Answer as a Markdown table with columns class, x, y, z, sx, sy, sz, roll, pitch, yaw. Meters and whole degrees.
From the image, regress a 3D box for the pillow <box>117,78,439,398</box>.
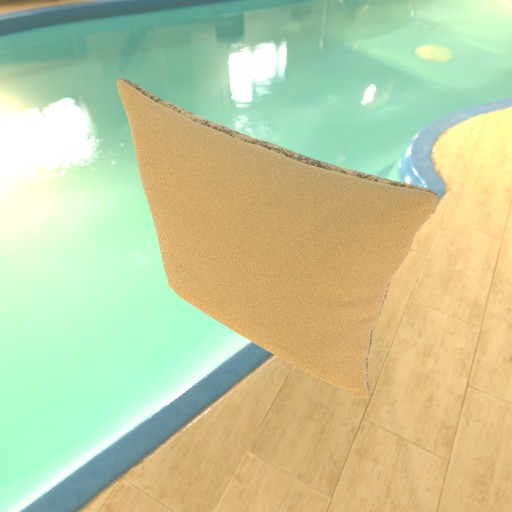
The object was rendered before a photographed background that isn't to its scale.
| class | x | y | z | sx | sy | sz | roll | pitch | yaw |
| --- | --- | --- | --- | --- | --- | --- | --- | --- | --- |
| pillow | 0.000 | 0.000 | 0.783 | 0.523 | 0.510 | 0.166 | 27 | 52 | 23 |
